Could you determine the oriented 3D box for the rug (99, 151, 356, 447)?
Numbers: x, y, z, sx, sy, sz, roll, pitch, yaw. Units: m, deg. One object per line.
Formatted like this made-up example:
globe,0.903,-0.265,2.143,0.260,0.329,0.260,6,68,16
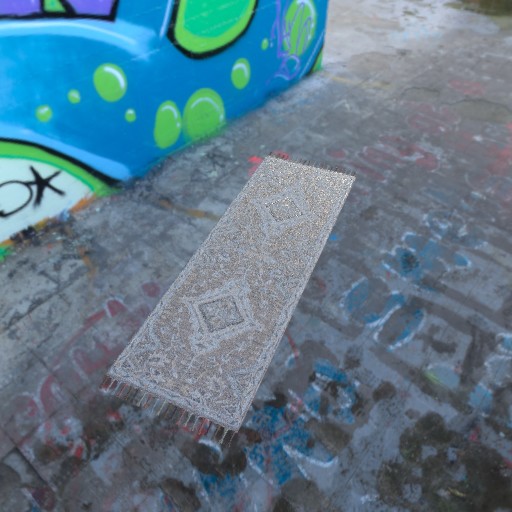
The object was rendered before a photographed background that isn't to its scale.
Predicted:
rug,0.000,0.000,2.808,1.324,0.018,2.378,31,54,26
